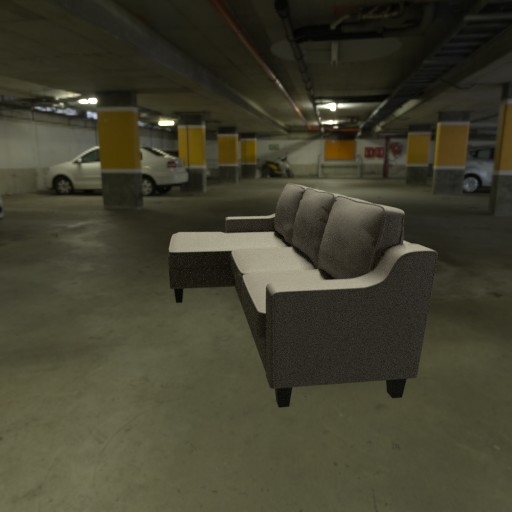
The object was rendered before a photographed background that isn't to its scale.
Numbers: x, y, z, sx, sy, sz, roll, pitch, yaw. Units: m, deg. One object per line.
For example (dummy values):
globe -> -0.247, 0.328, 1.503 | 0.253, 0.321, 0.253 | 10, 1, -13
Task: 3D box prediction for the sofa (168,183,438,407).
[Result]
sofa -> 0.000, 0.000, 3.190 | 1.294, 0.928, 2.561 | -2, 12, -8
